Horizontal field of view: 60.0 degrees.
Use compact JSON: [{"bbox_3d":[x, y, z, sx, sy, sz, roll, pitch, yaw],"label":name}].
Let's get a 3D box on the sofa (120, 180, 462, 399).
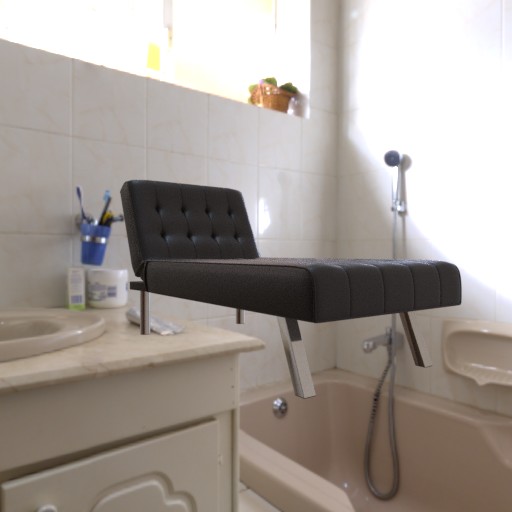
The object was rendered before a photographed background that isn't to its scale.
[{"bbox_3d":[0.000,0.000,2.034,0.760,0.820,1.560,0,0,-36],"label":"sofa"}]
